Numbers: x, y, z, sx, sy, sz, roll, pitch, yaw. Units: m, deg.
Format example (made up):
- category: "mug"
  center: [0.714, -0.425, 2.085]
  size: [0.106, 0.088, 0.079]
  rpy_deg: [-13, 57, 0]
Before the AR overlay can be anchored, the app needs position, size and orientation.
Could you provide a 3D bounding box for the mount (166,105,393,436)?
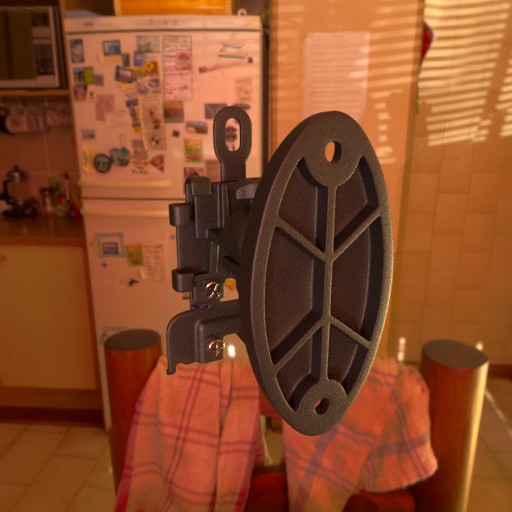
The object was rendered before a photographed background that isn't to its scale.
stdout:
- category: "mount"
  center: [0.000, 0.000, 0.180]
  size: [0.066, 0.118, 0.100]
  rpy_deg: [-7, 17, -25]
